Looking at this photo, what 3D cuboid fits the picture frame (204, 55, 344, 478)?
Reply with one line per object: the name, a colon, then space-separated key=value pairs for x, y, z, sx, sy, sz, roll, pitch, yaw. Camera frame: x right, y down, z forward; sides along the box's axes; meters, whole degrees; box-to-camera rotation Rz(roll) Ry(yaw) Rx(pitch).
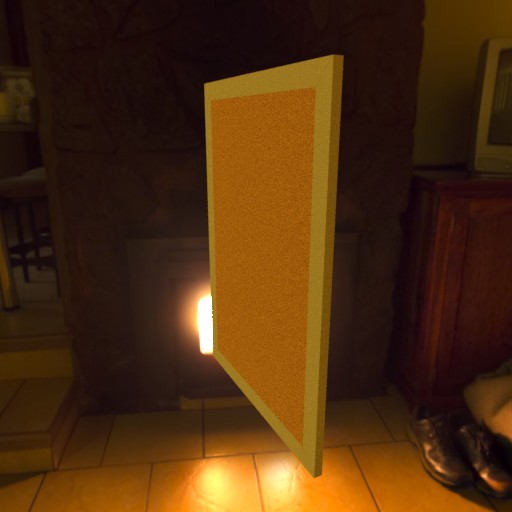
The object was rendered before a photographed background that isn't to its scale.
picture frame: x=0.000 y=0.000 z=0.599 sx=0.011 sy=0.459 sz=0.326 roll=-8 pitch=18 yaw=-26
